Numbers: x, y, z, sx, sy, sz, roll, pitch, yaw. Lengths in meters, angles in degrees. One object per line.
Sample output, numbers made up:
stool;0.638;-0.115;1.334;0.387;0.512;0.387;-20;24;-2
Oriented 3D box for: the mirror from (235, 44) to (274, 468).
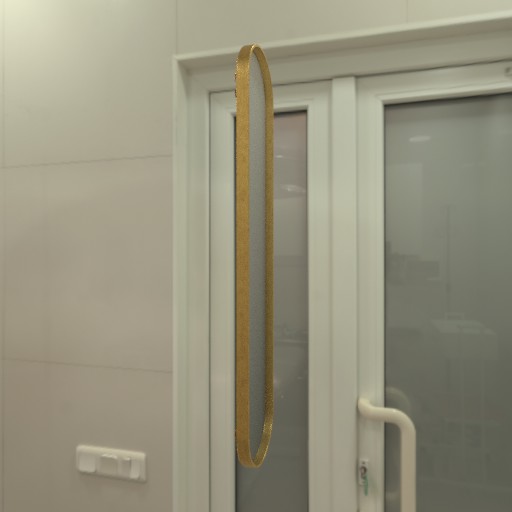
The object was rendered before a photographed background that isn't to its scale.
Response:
mirror;0.000;0.000;1.064;0.032;0.991;0.222;0;0;16
